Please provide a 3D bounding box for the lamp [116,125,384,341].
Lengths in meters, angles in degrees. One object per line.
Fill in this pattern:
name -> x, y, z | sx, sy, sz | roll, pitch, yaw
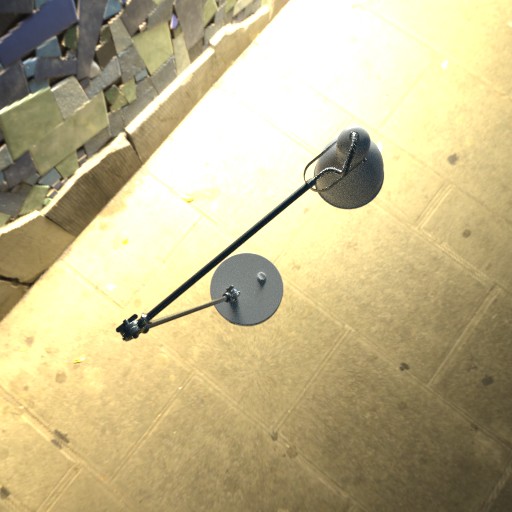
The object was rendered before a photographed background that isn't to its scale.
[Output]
lamp -> 0.000, 0.000, 0.882 | 0.561, 0.587, 0.187 | -36, 78, -9
